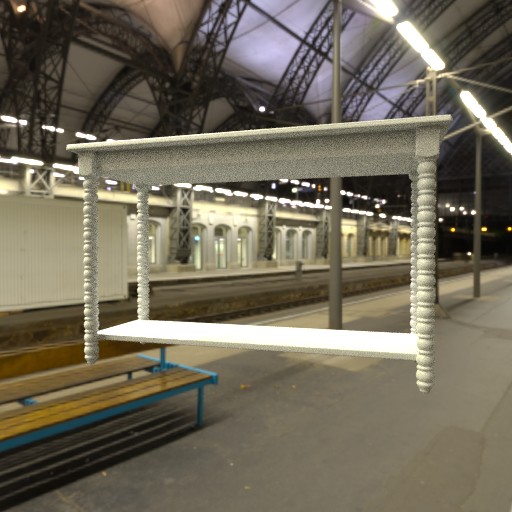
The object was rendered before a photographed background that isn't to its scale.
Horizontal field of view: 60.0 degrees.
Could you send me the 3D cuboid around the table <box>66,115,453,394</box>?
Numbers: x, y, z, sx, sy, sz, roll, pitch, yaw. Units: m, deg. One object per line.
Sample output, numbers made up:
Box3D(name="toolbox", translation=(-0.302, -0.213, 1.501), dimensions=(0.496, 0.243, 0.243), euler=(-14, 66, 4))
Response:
Box3D(name="table", translation=(0.000, 0.000, 1.522), dimensions=(1.184, 0.740, 0.459), euler=(0, 1, 16))
